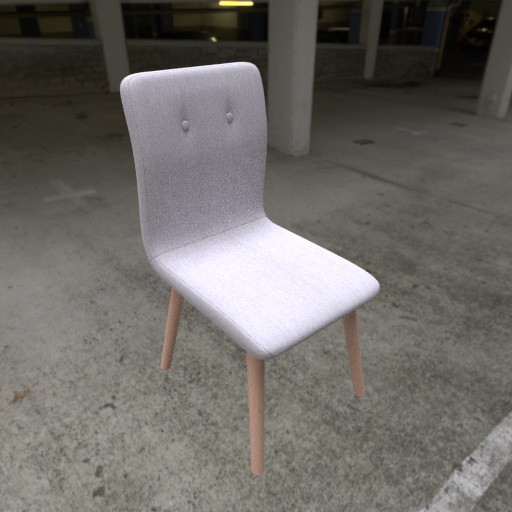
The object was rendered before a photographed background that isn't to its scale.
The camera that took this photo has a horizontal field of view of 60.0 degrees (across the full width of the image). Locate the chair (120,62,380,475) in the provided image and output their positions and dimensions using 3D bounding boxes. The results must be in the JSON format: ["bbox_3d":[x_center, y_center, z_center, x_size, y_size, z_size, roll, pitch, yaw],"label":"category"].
[{"bbox_3d":[0.000,0.000,1.182,0.435,0.885,0.550,-23,37,-33],"label":"chair"}]
